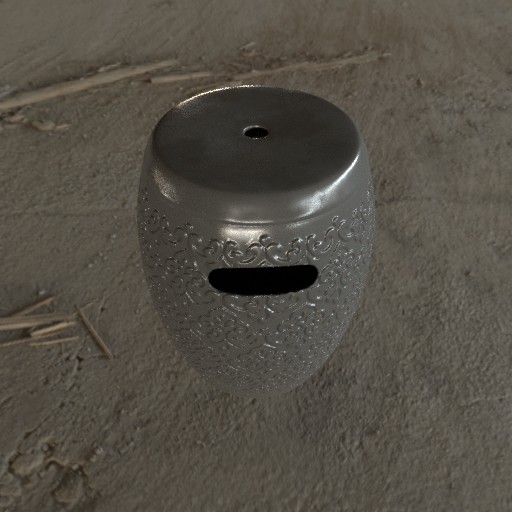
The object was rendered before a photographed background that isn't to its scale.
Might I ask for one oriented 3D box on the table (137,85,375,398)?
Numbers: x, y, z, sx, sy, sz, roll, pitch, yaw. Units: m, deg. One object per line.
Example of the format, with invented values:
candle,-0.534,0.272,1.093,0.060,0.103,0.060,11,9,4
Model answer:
table,0.000,0.000,0.629,0.309,0.397,0.309,0,46,0
